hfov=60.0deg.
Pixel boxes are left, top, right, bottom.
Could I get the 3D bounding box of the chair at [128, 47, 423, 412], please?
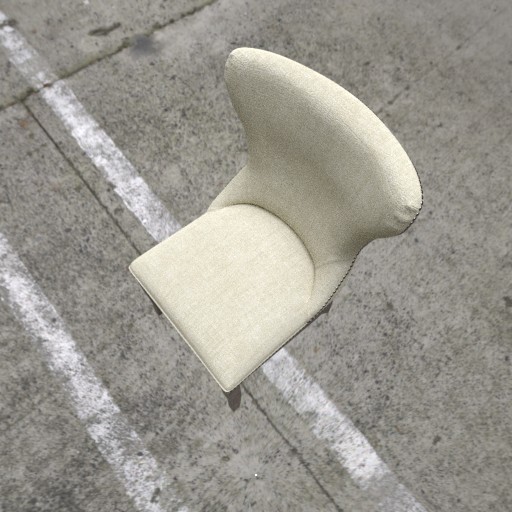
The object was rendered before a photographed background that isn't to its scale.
[{"bbox_3d":[0.000,0.000,1.436,0.681,1.002,0.654,-37,69,-17],"label":"chair"}]
